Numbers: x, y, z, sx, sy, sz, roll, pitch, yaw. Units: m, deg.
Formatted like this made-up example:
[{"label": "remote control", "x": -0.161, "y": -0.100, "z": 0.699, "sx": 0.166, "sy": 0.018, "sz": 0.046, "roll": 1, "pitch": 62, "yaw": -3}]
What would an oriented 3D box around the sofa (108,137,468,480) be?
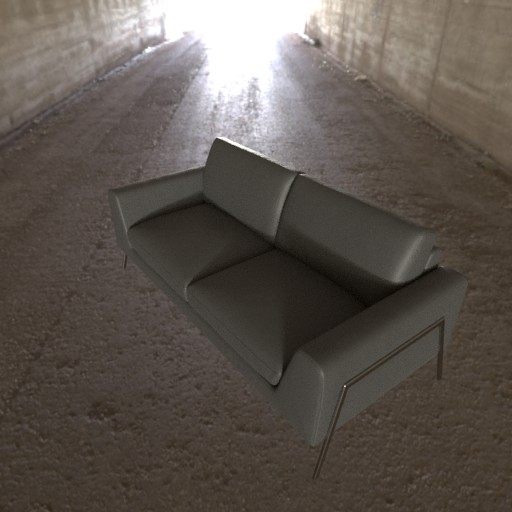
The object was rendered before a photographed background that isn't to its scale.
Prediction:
[{"label": "sofa", "x": 0.000, "y": 0.000, "z": 2.545, "sx": 0.953, "sy": 0.875, "sz": 2.017, "roll": -22, "pitch": 38, "yaw": -31}]
